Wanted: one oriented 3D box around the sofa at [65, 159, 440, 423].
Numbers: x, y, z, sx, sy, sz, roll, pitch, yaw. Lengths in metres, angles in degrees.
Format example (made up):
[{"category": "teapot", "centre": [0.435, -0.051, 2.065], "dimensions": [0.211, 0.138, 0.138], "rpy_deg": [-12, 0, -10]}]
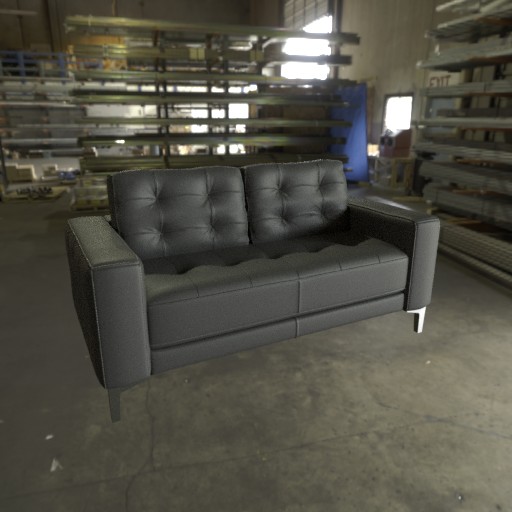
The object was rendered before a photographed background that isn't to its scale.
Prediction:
[{"category": "sofa", "centre": [0.000, 0.000, 2.258], "dimensions": [1.726, 0.893, 0.833], "rpy_deg": [-9, 20, -26]}]
